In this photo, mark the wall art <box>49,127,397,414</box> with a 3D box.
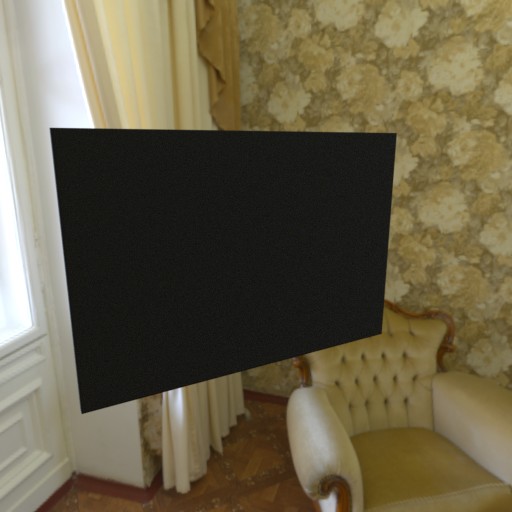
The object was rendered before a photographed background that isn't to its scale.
[{"bbox_3d":[0.000,0.000,1.214,0.964,0.659,0.049,-7,16,-26],"label":"wall art"}]
